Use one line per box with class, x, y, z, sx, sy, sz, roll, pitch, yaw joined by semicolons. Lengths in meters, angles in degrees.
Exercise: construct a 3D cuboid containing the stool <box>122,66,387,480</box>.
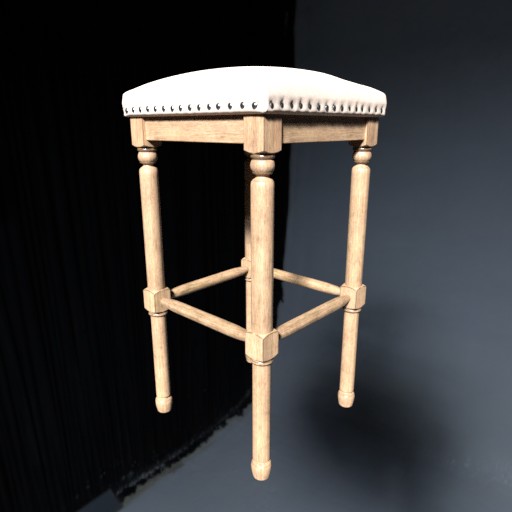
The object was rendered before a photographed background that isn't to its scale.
stool;0.000;0.000;0.980;0.383;0.768;0.382;14;22;40
